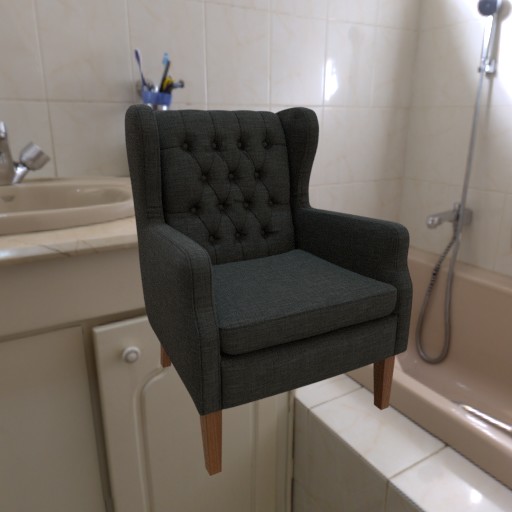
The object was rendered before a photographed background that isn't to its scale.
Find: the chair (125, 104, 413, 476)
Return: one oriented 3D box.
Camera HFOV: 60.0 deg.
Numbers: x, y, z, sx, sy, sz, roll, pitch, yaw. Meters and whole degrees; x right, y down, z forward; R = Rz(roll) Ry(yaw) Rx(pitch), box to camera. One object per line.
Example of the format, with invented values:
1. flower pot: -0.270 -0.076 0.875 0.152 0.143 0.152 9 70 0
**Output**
1. chair: 0.000 0.000 1.463 0.711 0.953 0.775 -9 19 -27
